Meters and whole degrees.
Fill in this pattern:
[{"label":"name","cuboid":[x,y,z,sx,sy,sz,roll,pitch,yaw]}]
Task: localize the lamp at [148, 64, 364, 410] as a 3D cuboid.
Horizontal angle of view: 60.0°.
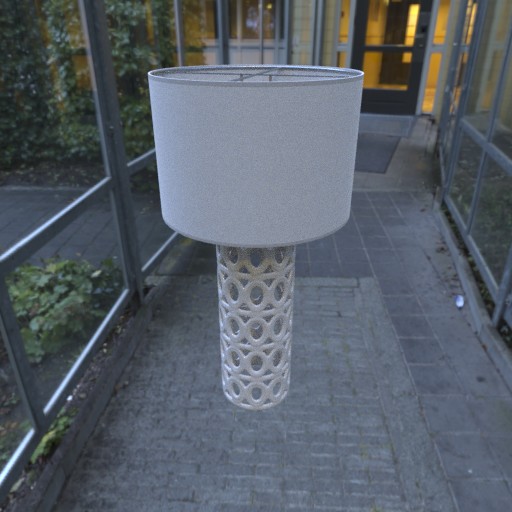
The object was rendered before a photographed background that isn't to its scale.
[{"label":"lamp","cuboid":[0.000,0.000,0.825,0.325,0.636,0.324,8,28,15]}]
